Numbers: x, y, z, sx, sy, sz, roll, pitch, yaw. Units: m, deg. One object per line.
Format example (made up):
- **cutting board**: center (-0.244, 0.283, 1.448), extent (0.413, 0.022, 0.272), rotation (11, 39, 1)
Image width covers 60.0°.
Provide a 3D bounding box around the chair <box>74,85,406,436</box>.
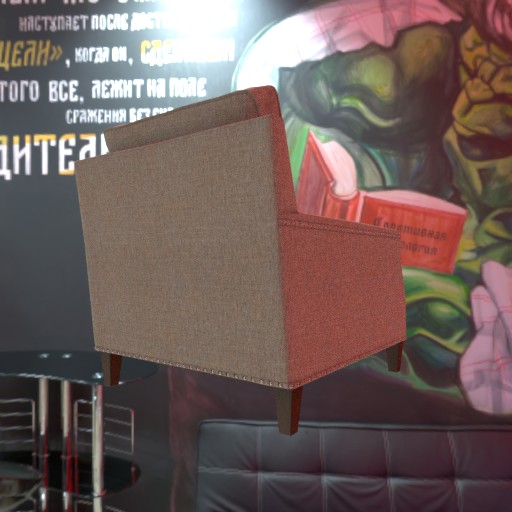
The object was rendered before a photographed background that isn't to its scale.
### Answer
- **chair**: center (0.000, 0.000, 1.700), extent (0.853, 0.943, 1.014), rotation (0, -1, 36)
